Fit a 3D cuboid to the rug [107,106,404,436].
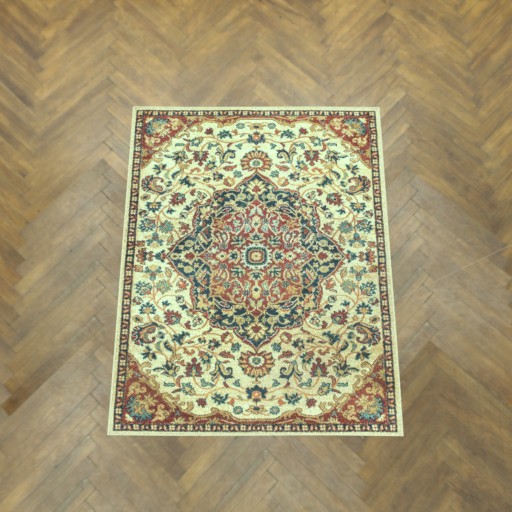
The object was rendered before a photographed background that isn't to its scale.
[{"bbox_3d":[0.000,0.000,4.038,2.454,0.005,3.067,0,76,0],"label":"rug"}]
